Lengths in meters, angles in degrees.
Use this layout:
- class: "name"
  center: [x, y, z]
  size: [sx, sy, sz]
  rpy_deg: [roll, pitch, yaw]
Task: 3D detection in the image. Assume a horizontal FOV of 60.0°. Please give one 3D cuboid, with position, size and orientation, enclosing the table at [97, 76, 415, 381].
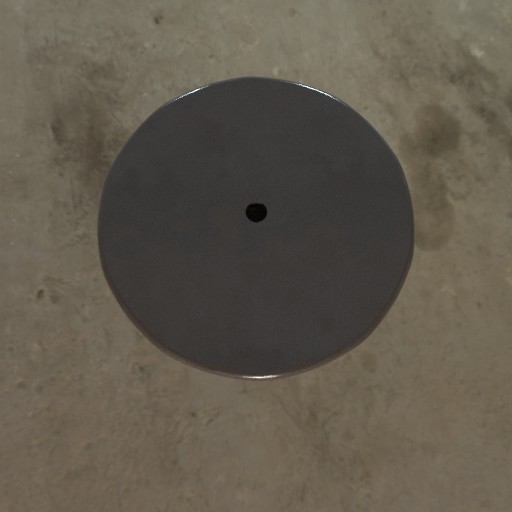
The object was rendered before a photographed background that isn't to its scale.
- class: "table"
  center: [0.000, 0.000, 0.665]
  size: [0.352, 0.387, 0.352]
  rpy_deg: [0, 76, 0]
